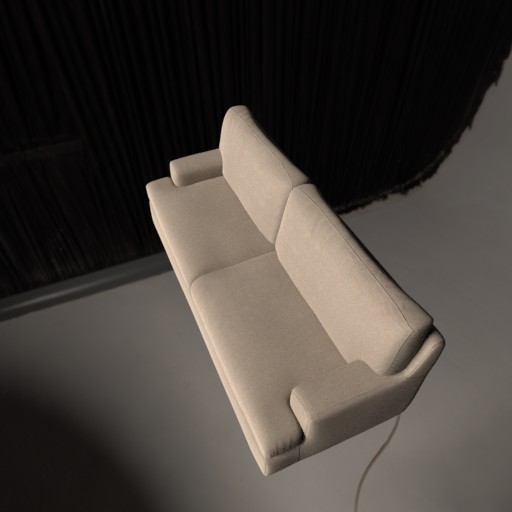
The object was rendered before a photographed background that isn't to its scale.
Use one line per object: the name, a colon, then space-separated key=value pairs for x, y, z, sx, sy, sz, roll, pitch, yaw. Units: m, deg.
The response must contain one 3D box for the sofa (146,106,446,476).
sofa: x=0.000 y=0.000 z=2.927 sx=0.962 sy=0.980 sz=2.354 roll=-18 pitch=49 yaw=-16
